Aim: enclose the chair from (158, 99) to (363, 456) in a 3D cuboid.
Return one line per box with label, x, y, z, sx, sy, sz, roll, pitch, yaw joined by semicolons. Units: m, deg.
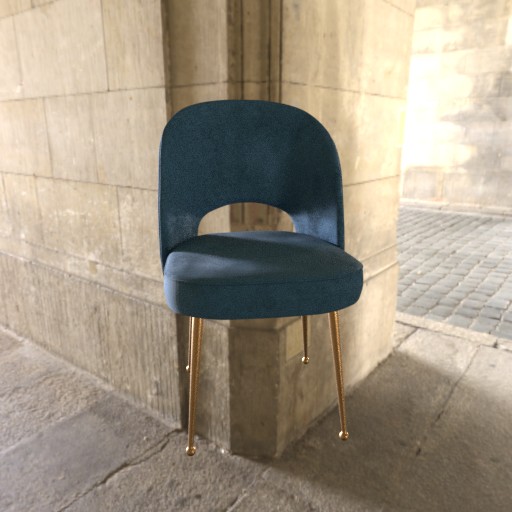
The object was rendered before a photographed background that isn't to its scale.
chair;0.000;0.000;1.236;0.527;0.860;0.577;-2;16;-8
